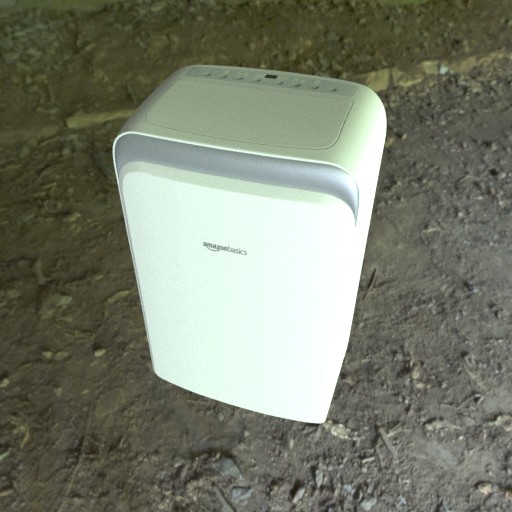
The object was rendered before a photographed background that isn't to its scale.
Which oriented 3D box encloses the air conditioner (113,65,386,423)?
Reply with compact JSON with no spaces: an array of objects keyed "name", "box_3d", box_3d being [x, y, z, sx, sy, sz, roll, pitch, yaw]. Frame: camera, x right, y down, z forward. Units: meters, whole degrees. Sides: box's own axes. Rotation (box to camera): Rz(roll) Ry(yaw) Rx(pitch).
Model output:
[{"name":"air conditioner","box_3d":[0.000,0.000,0.950,0.454,0.700,0.365,12,43,13]}]
